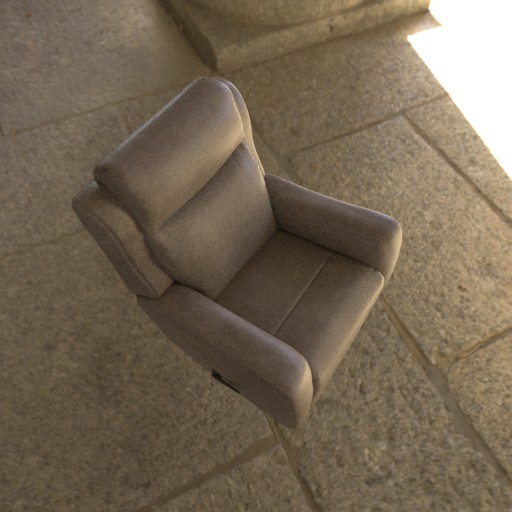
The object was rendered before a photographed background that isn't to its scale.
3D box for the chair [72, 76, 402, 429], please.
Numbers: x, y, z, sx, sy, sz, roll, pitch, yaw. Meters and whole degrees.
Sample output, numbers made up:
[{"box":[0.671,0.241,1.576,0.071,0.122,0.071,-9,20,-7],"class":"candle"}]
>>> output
[{"box":[0.000,0.000,1.966,1.068,1.116,0.967,31,63,18],"class":"chair"}]
